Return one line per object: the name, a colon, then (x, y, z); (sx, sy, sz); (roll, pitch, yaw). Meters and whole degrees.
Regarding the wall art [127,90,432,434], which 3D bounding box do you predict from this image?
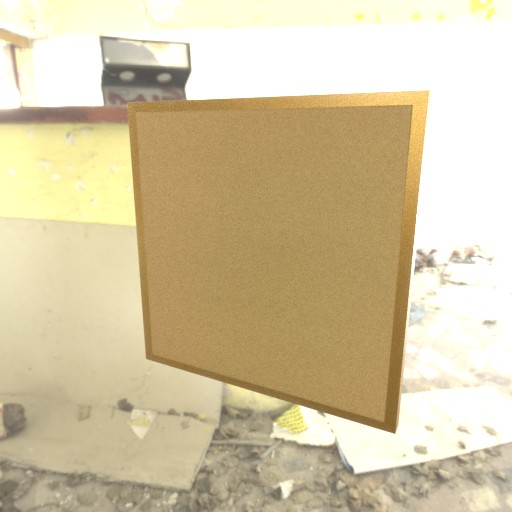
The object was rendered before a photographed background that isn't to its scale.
wall art: (0.000, 0.000, 1.128); (0.762, 0.760, 0.037); (8, 18, 27)
